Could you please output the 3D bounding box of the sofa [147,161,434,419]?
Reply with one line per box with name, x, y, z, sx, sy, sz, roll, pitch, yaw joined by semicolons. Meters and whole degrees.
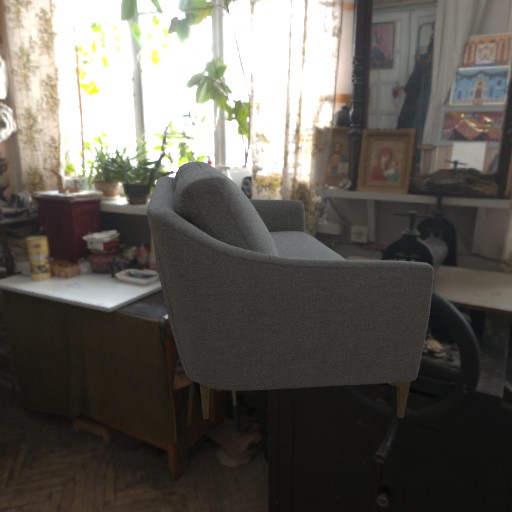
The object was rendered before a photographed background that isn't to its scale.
sofa;0.000;0.000;2.199;0.960;0.904;1.619;-3;15;-10
